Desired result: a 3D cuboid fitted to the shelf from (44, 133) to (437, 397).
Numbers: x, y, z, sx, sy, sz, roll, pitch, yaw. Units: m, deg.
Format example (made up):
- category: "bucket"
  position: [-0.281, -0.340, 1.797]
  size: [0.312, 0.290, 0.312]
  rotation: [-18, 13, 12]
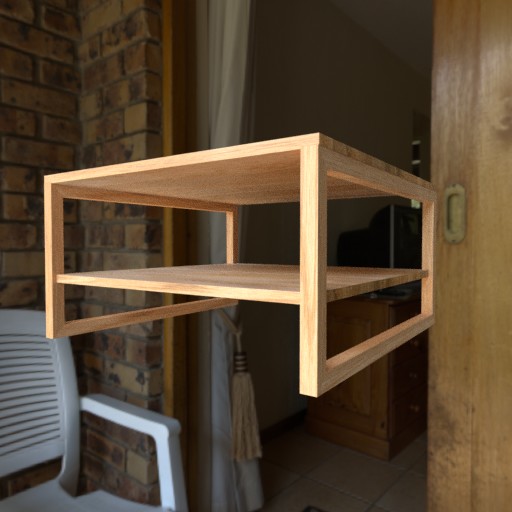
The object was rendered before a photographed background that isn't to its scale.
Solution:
- category: "shelf"
  position: [0.000, 0.000, 1.427]
  size: [0.899, 0.480, 0.899]
  rotation: [1, 2, 35]
